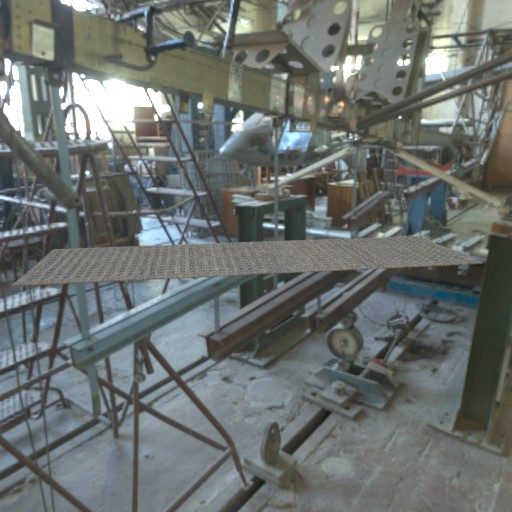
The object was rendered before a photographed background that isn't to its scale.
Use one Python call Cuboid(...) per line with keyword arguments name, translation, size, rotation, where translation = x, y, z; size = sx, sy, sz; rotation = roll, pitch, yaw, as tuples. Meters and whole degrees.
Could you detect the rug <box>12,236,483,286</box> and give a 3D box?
Cuboid(name="rug", translation=(0.000, 0.000, 2.608), size=(2.443, 0.009, 0.706), rotation=(-2, 15, -9))
